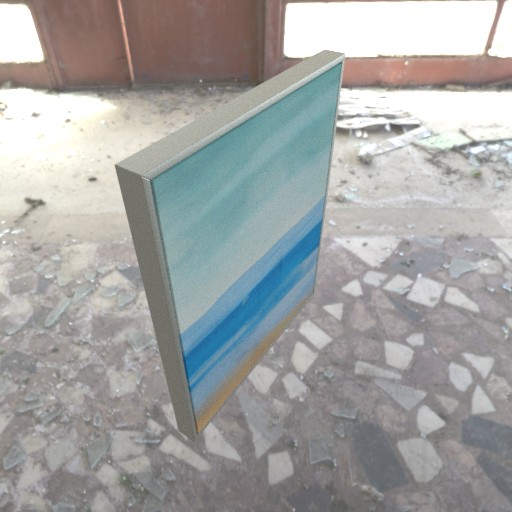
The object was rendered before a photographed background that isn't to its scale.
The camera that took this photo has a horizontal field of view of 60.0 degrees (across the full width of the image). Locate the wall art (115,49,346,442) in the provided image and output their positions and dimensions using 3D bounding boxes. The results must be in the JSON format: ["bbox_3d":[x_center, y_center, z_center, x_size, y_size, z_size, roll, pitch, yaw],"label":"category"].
[{"bbox_3d":[0.000,0.000,0.757,0.039,0.553,0.445,25,47,25],"label":"wall art"}]
